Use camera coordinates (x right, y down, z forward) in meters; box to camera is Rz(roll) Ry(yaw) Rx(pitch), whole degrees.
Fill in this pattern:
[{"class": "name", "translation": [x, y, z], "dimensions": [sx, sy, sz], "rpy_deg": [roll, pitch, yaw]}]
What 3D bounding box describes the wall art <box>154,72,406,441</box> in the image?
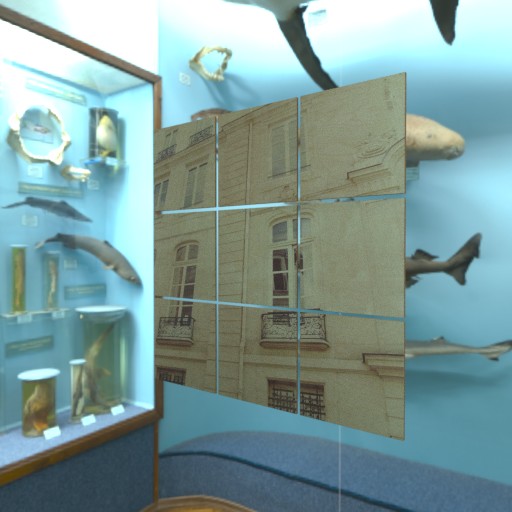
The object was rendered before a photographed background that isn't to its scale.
[{"class": "wall art", "translation": [0.000, 0.000, 2.281], "dimensions": [1.526, 1.522, 0.023], "rpy_deg": [1, 1, 36]}]
